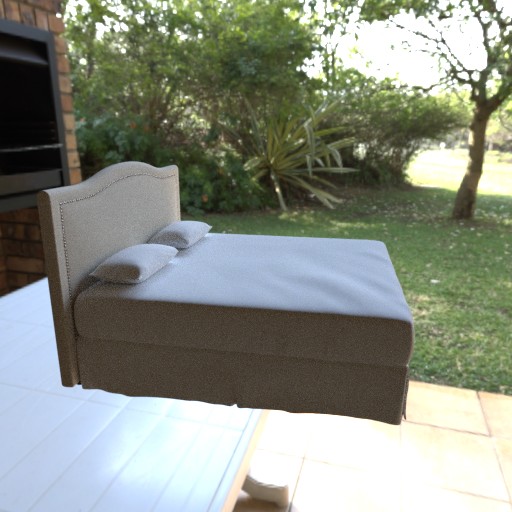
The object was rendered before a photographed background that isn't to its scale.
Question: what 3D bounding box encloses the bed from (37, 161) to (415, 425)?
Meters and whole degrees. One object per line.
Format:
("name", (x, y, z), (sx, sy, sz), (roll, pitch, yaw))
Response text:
("bed", (0.000, 0.000, 3.478), (2.182, 1.421, 2.083), (3, 16, 10))
